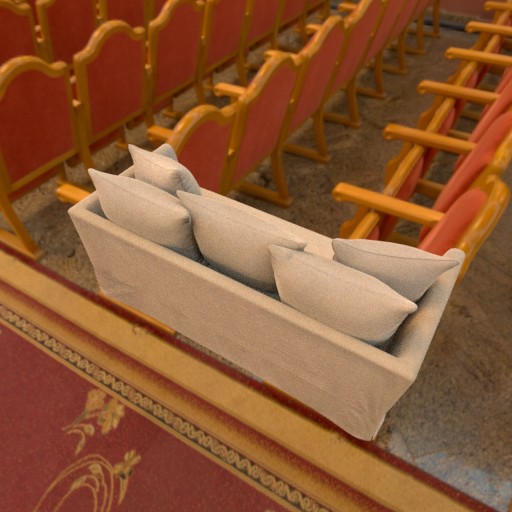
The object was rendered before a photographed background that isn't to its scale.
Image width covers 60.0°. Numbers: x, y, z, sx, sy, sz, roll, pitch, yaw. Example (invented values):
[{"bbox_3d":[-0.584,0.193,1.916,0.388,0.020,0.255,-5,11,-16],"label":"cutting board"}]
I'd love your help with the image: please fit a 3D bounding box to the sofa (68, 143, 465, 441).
[{"bbox_3d":[0.000,0.000,2.870,2.290,1.034,1.031,24,50,22],"label":"sofa"}]
